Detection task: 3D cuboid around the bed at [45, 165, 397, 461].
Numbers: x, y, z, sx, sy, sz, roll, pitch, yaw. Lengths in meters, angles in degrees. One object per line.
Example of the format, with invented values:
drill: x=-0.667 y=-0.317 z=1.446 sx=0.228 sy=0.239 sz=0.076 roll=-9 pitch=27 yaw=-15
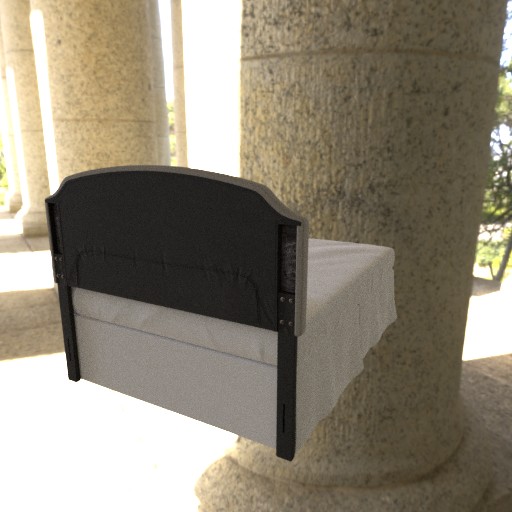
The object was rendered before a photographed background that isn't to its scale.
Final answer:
bed: x=0.000 y=0.000 z=2.990 sx=1.558 sy=1.270 sz=1.999 roll=8 pitch=16 yaw=28
